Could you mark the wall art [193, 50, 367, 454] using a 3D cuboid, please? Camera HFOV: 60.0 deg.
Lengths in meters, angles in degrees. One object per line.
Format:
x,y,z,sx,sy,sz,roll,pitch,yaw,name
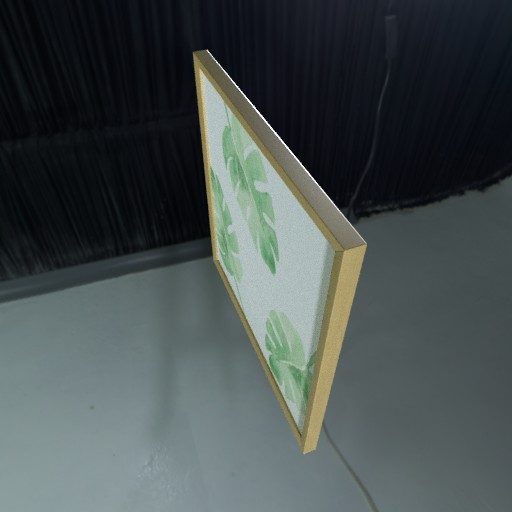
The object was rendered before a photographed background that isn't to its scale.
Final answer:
0.000,0.000,1.148,0.037,0.763,0.763,-16,48,-15,wall art
